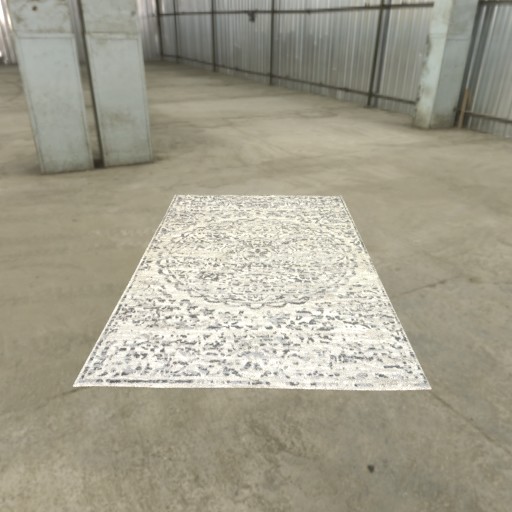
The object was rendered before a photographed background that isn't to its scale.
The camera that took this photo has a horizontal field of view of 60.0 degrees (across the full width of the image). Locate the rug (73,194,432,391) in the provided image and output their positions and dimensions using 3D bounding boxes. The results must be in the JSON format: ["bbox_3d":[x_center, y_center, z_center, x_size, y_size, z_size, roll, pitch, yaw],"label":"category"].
[{"bbox_3d":[0.000,0.000,2.970,1.527,0.021,2.447,0,27,1],"label":"rug"}]
